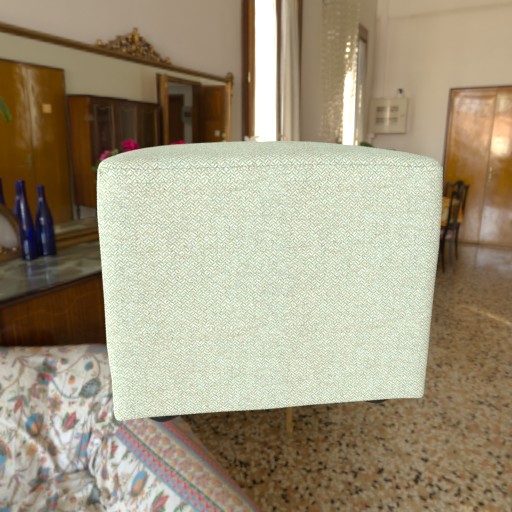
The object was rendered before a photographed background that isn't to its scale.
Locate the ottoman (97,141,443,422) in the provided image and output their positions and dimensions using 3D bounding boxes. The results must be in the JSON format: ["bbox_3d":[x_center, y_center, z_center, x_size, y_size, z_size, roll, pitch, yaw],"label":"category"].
[{"bbox_3d":[0.000,0.000,0.905,0.512,0.453,0.521,-2,14,-7],"label":"ottoman"}]
